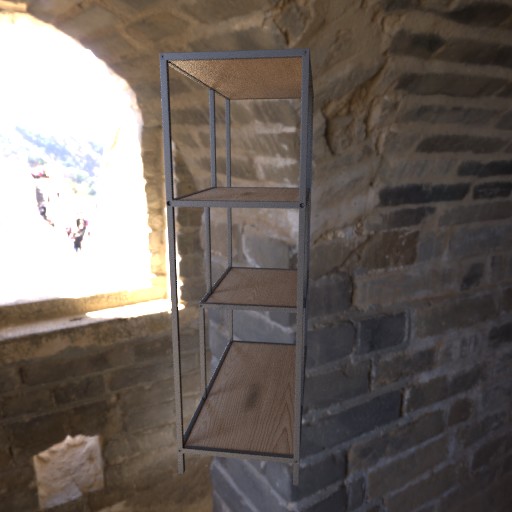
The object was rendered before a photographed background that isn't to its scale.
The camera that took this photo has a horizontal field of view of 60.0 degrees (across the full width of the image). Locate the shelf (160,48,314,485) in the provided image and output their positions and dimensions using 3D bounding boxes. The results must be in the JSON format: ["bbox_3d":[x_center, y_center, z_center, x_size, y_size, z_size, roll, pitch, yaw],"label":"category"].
[{"bbox_3d":[0.000,0.000,1.513,0.350,1.138,0.770,2,13,8],"label":"shelf"}]
